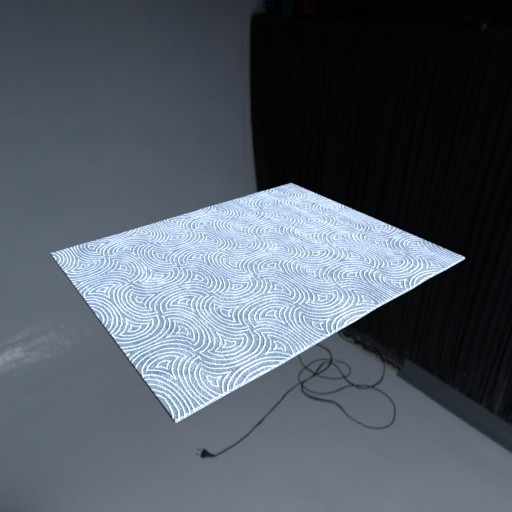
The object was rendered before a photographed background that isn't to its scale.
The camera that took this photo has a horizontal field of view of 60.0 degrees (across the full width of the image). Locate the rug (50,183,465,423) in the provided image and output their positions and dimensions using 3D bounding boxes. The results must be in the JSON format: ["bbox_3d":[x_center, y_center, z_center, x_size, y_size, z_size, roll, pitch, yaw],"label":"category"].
[{"bbox_3d":[0.000,0.000,4.161,3.042,0.021,2.456,-21,36,-32],"label":"rug"}]
